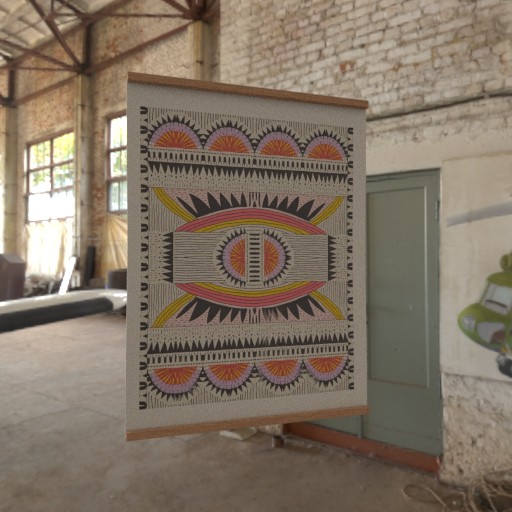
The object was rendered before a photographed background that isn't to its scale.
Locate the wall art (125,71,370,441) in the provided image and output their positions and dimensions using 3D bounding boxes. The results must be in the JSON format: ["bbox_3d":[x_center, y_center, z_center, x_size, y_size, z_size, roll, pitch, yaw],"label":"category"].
[{"bbox_3d":[0.000,0.000,0.810,0.456,0.609,0.028,0,-1,-17],"label":"wall art"}]
